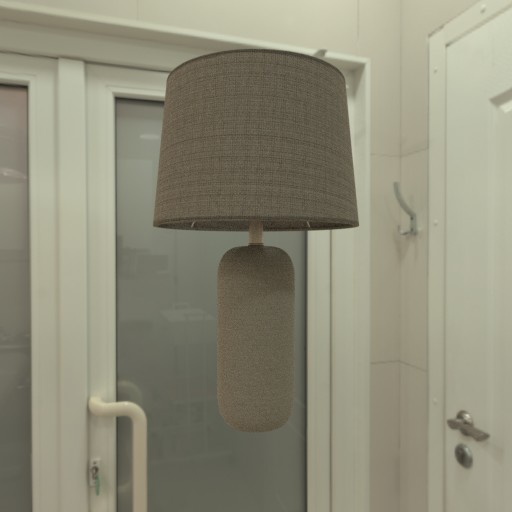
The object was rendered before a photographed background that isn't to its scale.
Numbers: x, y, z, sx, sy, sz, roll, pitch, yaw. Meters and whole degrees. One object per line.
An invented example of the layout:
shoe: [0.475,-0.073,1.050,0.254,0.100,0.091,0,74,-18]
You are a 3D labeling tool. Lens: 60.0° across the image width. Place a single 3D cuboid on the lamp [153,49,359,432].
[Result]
lamp: [0.000,0.000,0.810,0.367,0.609,0.367,0,1,0]
